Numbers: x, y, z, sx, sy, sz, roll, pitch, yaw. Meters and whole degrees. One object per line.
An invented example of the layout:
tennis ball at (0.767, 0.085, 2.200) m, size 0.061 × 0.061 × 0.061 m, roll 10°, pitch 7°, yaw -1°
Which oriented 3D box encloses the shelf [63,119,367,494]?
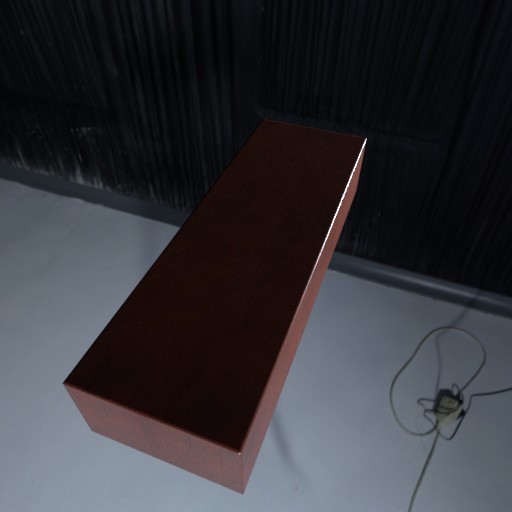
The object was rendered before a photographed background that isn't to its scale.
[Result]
shelf at (0.000, 0.000, 0.513) m, size 0.152 × 0.088 × 0.457 m, roll 15°, pitch 47°, yaw 15°
